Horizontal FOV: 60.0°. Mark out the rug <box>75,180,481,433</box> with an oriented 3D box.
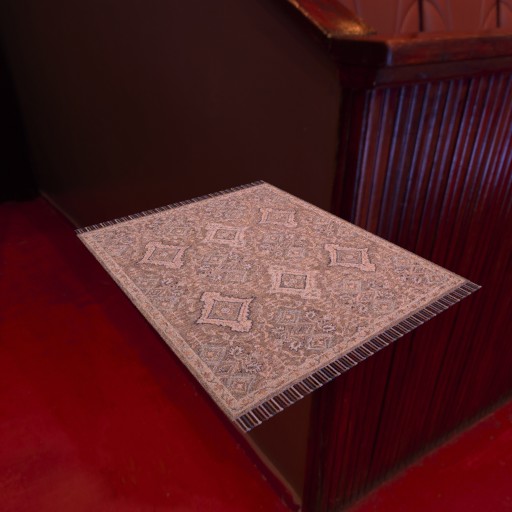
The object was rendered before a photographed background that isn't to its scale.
[{"bbox_3d":[0.000,0.000,4.144,2.437,0.010,3.056,-21,36,-31],"label":"rug"}]
